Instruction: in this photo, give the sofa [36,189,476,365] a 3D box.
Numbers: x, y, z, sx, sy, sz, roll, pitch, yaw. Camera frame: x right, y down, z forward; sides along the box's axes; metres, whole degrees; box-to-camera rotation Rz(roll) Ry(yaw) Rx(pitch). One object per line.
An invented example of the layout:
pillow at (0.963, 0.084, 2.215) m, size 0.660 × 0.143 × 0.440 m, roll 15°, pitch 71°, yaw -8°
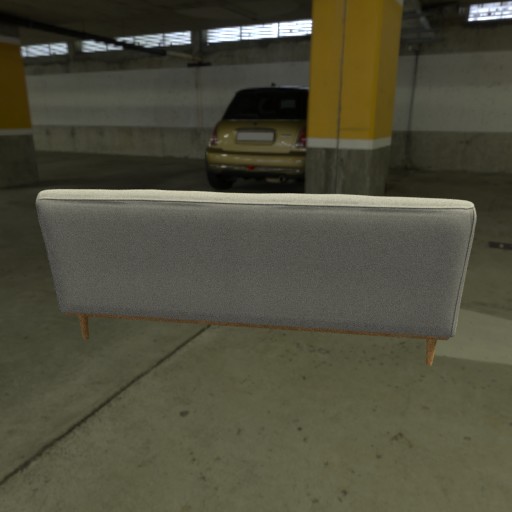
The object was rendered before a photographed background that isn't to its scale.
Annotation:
sofa at (0.000, 0.000, 2.530) m, size 2.057 × 0.871 × 0.978 m, roll 3°, pitch 18°, yaw 8°
